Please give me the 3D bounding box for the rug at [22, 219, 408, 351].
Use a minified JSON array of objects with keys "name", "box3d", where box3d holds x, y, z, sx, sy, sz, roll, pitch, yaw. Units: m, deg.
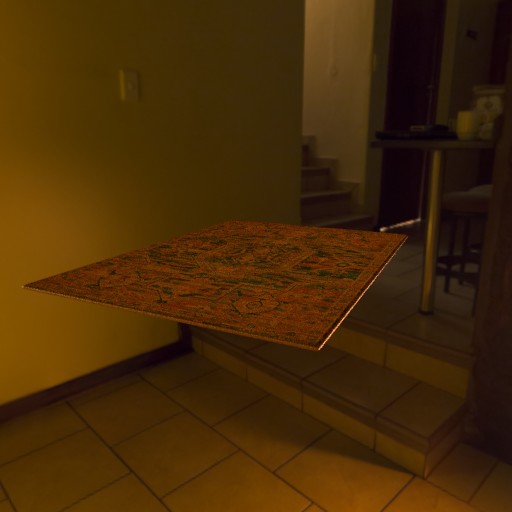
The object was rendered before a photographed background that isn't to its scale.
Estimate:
[{"name":"rug","box3d":[0.000,0.000,2.880,1.588,0.024,2.204,7,16,25]}]
